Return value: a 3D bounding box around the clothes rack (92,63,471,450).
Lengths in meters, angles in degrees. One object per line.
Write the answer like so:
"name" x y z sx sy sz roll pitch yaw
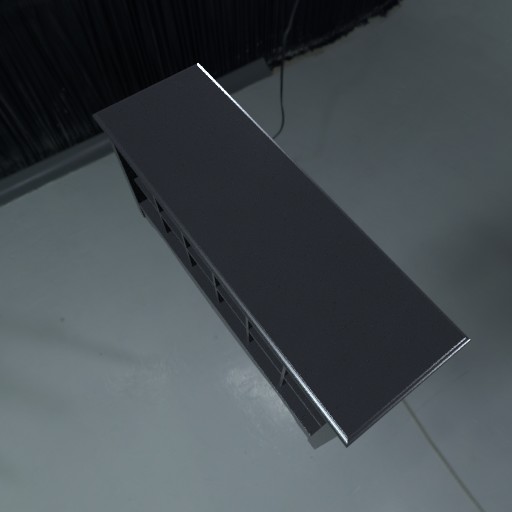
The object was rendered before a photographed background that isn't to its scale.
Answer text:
"clothes rack" 0.000 0.000 1.488 0.406 0.556 1.219 -33 67 -16
